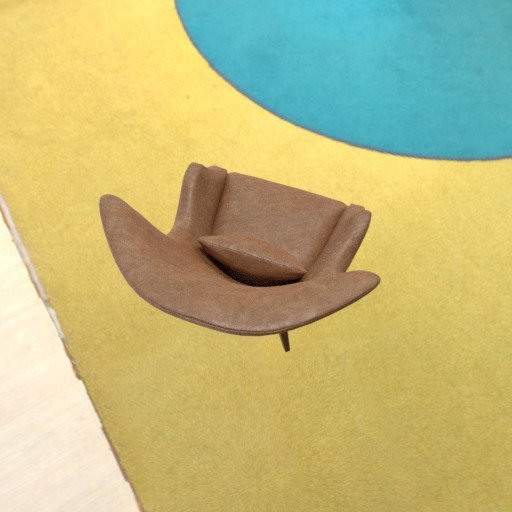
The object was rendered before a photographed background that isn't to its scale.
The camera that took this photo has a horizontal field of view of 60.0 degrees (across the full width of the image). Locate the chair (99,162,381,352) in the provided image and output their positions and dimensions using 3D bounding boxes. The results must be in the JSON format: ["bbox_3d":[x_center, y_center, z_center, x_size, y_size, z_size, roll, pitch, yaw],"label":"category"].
[{"bbox_3d":[0.000,0.000,1.769,0.846,1.067,0.955,17,64,8],"label":"chair"}]
